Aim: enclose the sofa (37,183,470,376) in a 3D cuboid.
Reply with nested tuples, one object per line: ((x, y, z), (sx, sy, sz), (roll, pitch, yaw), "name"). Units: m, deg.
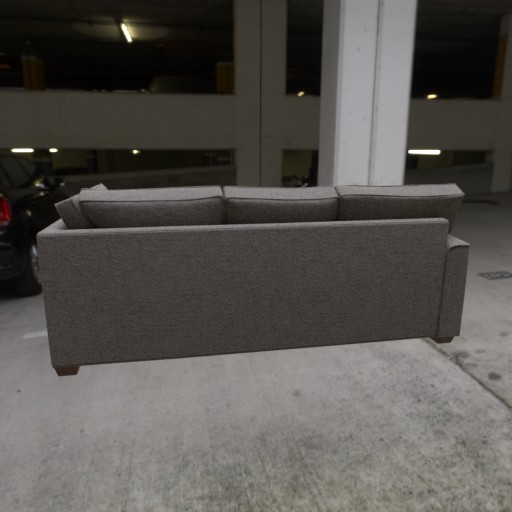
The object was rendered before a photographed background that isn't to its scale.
((0.000, 0.000, 2.851), (2.317, 0.962, 1.061), (-3, 14, -10), "sofa")
